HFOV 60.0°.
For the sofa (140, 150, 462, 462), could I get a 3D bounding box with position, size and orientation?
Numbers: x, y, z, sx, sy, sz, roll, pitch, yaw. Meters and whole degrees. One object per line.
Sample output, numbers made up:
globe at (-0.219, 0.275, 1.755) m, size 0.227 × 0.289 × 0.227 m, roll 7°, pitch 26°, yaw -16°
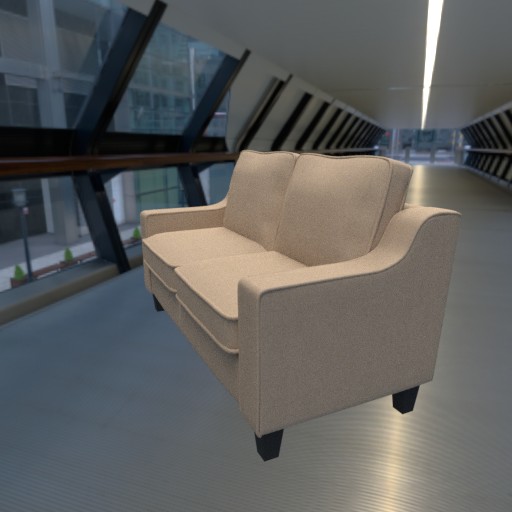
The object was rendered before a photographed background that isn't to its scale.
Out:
sofa at (0.000, 0.000, 3.441) m, size 1.351 × 1.562 × 2.587 m, roll -7°, pitch 16°, yaw -25°
